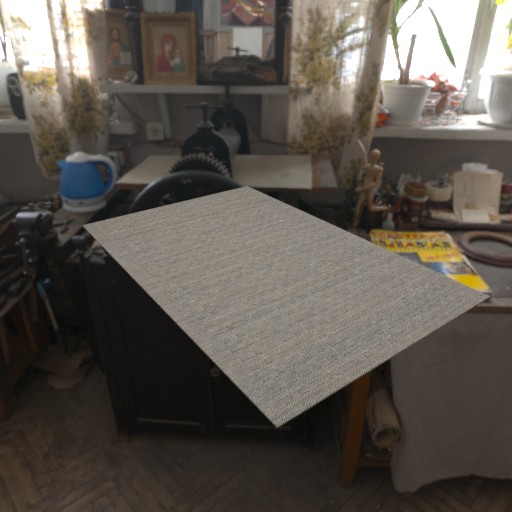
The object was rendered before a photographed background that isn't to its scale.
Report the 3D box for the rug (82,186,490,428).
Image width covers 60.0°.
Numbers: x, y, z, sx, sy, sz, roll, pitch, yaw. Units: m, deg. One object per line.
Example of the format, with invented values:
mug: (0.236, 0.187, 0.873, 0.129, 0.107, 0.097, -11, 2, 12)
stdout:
rug: (0.000, 0.000, 2.178, 1.142, 0.006, 1.752, -19, 33, -32)
